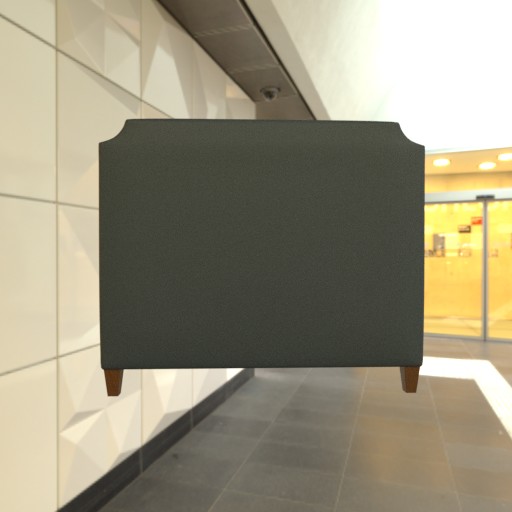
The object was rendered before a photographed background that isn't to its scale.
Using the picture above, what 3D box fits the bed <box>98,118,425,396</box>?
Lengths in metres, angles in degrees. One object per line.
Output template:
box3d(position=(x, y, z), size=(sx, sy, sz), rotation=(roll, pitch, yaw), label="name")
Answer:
box3d(position=(0.000, 0.000, 3.454), size=(1.712, 1.443, 2.372), rotation=(0, 0, -2), label="bed")
